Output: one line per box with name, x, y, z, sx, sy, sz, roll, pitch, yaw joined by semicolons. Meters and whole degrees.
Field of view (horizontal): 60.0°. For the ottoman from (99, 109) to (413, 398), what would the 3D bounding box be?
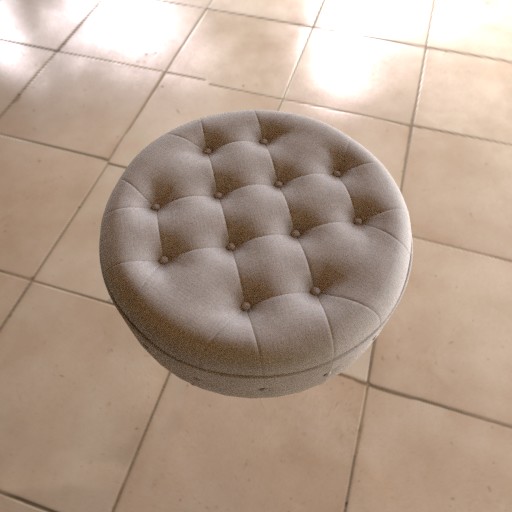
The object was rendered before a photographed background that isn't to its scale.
ottoman;0.000;0.000;1.358;0.849;0.478;0.849;0;59;0
